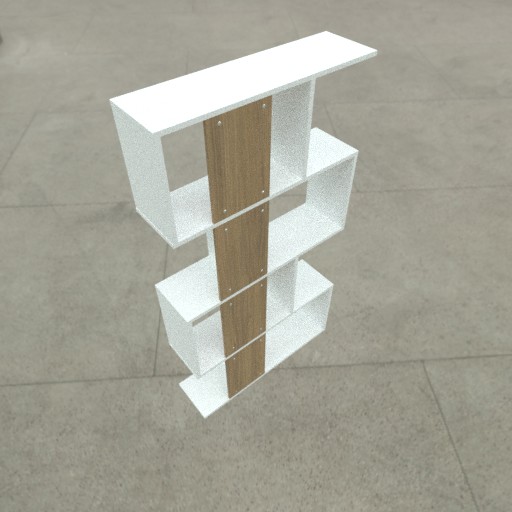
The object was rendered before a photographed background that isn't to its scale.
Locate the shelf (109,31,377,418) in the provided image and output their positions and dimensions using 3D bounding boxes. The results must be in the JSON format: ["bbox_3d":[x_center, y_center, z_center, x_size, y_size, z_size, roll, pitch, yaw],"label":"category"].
[{"bbox_3d":[0.000,0.000,1.993,0.890,1.650,0.250,-30,52,-27],"label":"shelf"}]
